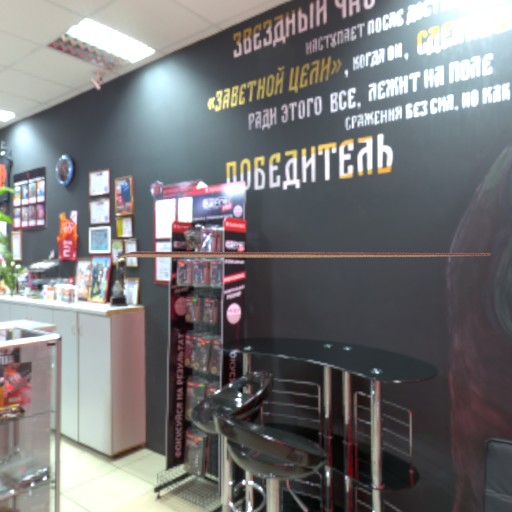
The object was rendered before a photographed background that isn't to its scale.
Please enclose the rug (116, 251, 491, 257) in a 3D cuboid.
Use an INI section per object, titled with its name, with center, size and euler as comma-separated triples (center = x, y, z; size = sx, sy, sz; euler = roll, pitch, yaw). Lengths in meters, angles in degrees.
[rug]
center = 0.000, 0.000, 3.910
size = 2.288, 0.018, 2.895
euler = 0, 0, -19
